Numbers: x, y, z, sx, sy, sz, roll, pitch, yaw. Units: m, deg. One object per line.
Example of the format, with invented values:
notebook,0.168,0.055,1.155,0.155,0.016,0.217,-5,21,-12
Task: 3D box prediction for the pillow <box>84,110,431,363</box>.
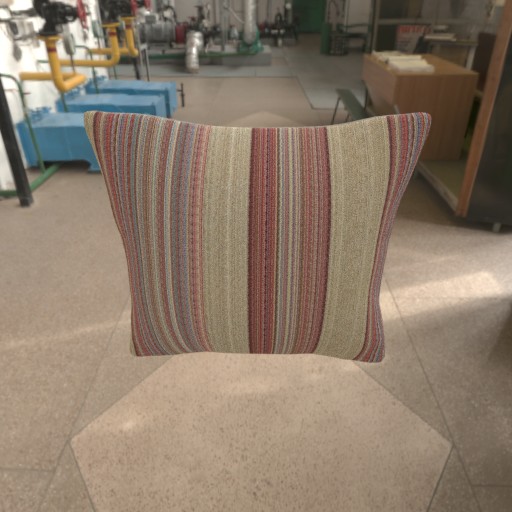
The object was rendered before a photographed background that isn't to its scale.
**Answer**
pillow,0.000,0.000,0.654,0.437,0.419,0.136,1,32,2
